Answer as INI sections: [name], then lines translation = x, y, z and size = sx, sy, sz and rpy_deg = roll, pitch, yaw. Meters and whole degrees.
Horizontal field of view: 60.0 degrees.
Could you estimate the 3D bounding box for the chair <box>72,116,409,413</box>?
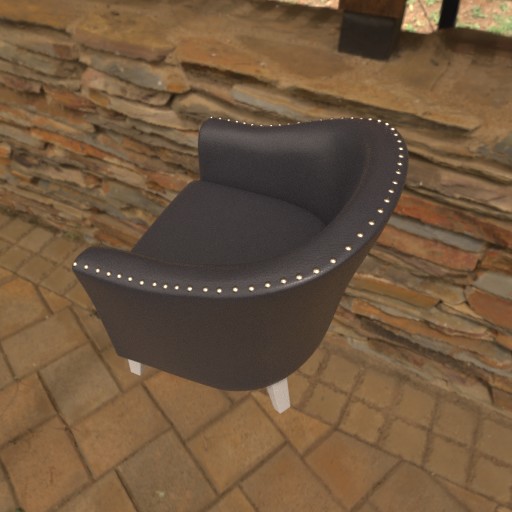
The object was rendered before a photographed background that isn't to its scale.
[chair]
translation = 0.000, 0.000, 1.414
size = 0.748, 0.823, 0.794
rpy_deg = 17, 49, 15
